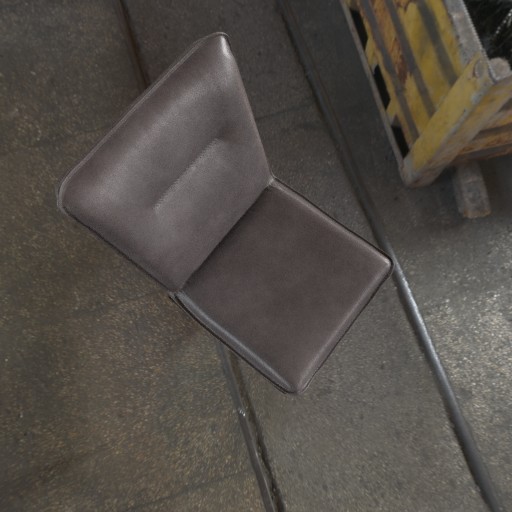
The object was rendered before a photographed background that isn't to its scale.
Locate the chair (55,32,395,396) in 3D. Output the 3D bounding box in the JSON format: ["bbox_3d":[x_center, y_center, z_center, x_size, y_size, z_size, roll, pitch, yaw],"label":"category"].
[{"bbox_3d":[0.000,0.000,1.295,0.688,0.932,0.515,38,79,9],"label":"chair"}]
